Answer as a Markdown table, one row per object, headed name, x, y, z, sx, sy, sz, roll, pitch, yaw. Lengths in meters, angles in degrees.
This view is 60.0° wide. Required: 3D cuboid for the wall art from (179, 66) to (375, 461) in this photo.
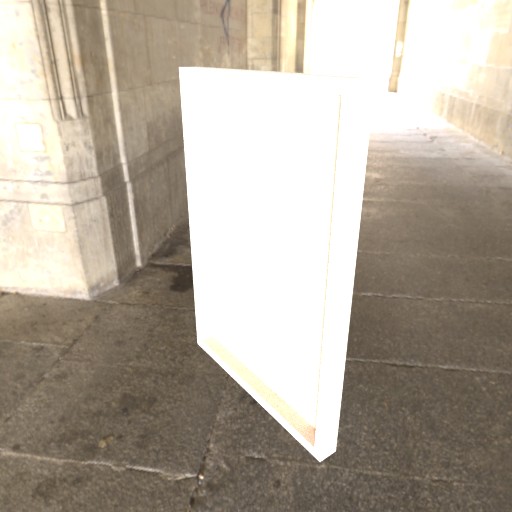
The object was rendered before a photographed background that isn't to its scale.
| name | x | y | z | sx | sy | sz | roll | pitch | yaw |
| --- | --- | --- | --- | --- | --- | --- | --- | --- | --- |
| wall art | 0.000 | 0.000 | 0.790 | 0.038 | 0.608 | 0.418 | -17 | 30 | -33 |
